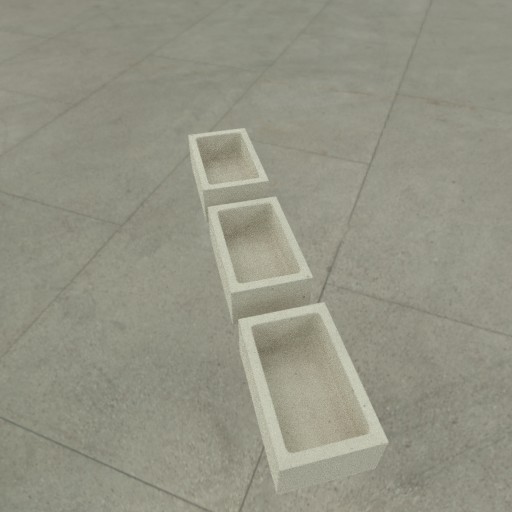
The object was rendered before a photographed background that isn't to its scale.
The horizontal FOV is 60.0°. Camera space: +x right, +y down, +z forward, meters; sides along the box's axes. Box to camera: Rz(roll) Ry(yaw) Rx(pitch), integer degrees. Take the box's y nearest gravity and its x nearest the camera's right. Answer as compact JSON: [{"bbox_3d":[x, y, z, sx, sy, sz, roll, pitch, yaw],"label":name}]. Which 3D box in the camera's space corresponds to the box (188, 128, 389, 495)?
[{"bbox_3d":[0.000,0.000,0.485,0.082,0.051,0.461,-10,46,-10],"label":"box"}]
